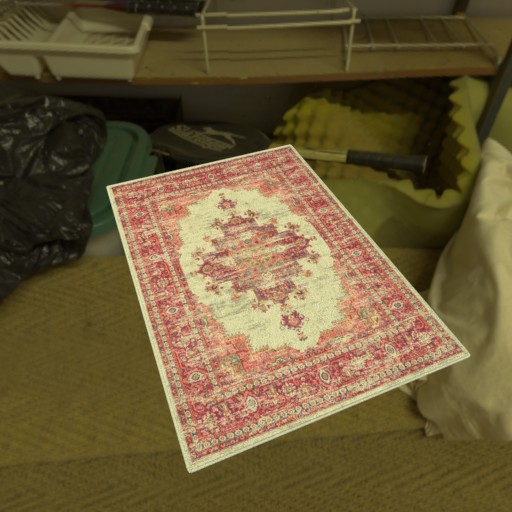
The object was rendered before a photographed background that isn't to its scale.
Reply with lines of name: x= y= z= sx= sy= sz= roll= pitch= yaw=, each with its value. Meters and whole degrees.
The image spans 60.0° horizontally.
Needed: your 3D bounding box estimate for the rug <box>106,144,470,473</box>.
rug: x=0.000 y=0.000 z=2.242 sx=1.217 sy=0.011 sz=1.747 roll=-16 pitch=48 yaw=-15
